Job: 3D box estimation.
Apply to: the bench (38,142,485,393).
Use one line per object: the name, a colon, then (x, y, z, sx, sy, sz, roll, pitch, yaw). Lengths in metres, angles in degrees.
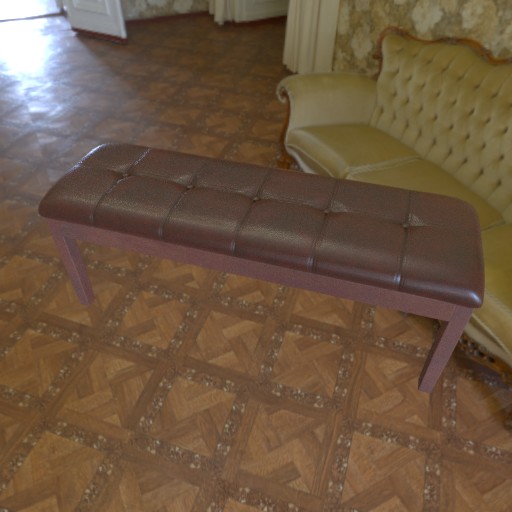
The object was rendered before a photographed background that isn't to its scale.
bench: (0.000, 0.000, 1.448, 1.259, 0.491, 0.401, 12, 44, 12)
